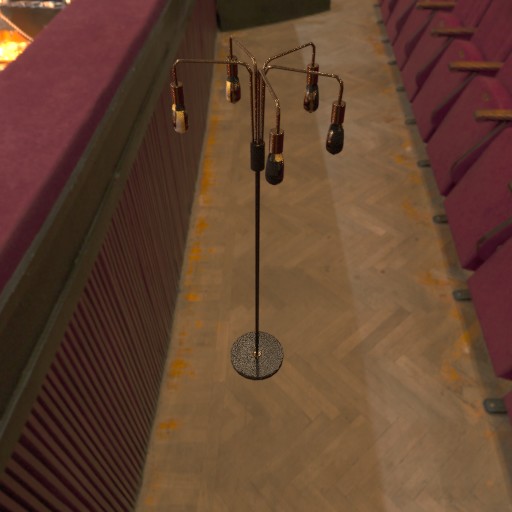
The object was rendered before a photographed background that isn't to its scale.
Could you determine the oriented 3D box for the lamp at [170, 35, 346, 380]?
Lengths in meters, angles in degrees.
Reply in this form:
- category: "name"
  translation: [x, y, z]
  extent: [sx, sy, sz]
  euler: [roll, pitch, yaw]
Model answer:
- category: "lamp"
  translation: [0.000, 0.000, 1.995]
  extent: [0.599, 1.721, 0.572]
  euler: [4, 46, 4]
